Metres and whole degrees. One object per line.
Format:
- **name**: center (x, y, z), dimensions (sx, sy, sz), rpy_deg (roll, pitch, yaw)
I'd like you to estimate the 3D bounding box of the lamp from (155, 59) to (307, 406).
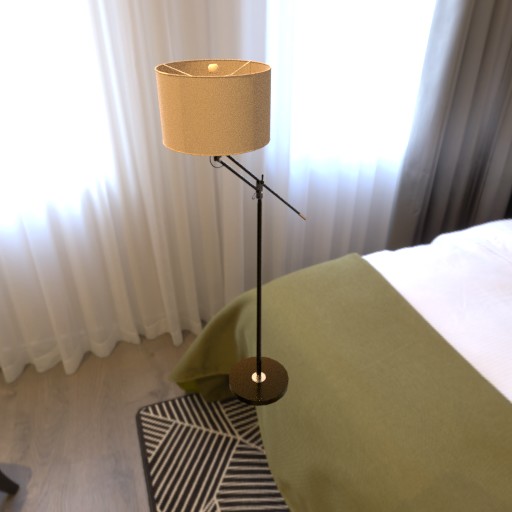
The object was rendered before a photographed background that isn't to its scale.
- **lamp**: center (0.000, 0.000, 1.989), dimensions (0.373, 1.635, 0.809), rpy_deg (23, 38, 33)
